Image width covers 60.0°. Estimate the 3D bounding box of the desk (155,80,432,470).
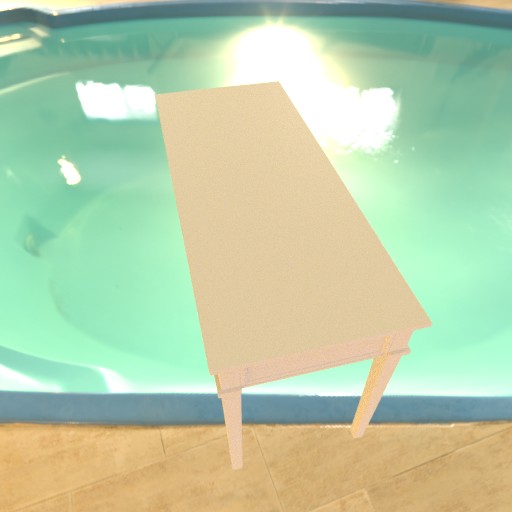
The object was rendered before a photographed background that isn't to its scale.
[{"bbox_3d":[0.000,0.000,1.787,0.559,0.774,1.372,-10,47,-10],"label":"desk"}]
